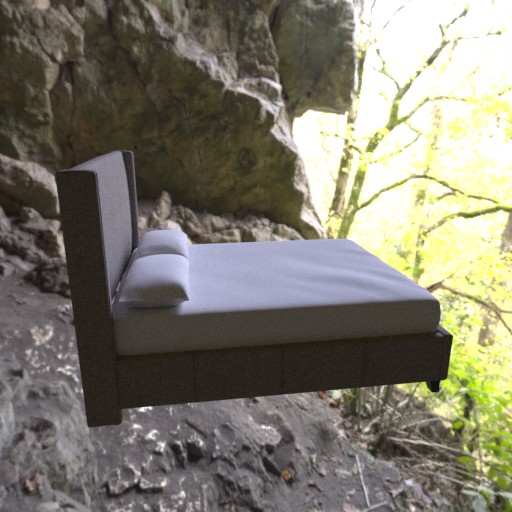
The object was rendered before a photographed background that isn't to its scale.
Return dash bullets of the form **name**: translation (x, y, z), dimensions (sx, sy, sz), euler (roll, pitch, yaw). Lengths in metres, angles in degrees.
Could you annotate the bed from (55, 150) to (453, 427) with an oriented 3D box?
- **bed**: translation (0.000, 0.000, 3.320), dimensions (2.245, 1.476, 1.714), euler (-3, 17, -9)
